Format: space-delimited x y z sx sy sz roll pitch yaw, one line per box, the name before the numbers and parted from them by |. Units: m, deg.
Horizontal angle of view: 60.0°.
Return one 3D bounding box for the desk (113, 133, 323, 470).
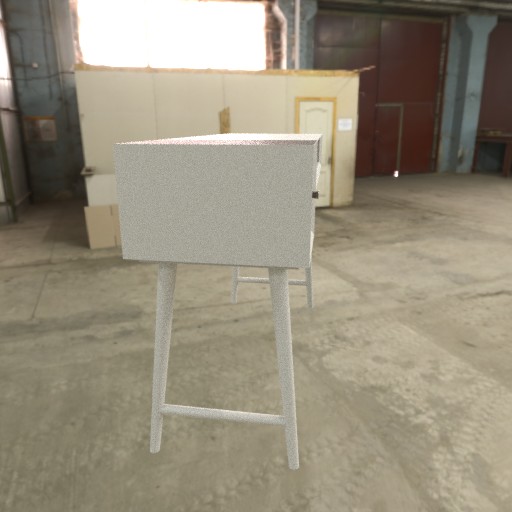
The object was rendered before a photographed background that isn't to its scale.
desk | 0.000 0.000 1.468 0.409 0.761 1.069 3 17 9
